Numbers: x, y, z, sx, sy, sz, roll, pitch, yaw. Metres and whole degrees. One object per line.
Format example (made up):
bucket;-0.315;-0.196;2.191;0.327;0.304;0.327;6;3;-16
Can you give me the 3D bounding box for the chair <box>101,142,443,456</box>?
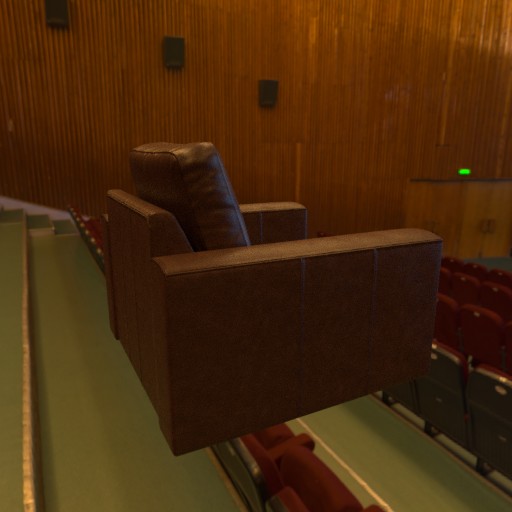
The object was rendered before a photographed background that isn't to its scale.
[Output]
chair;0.000;0.000;1.757;1.016;0.873;1.005;-7;16;-27
